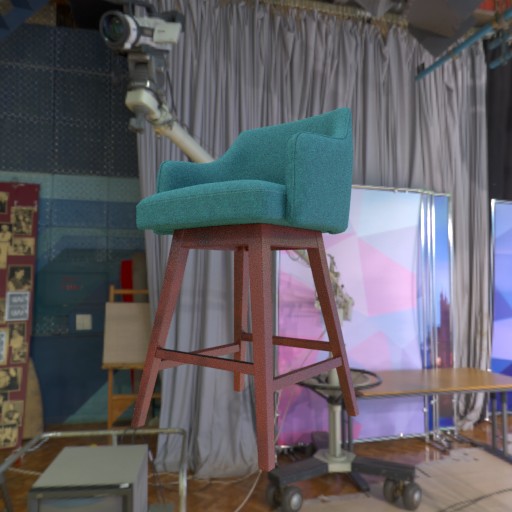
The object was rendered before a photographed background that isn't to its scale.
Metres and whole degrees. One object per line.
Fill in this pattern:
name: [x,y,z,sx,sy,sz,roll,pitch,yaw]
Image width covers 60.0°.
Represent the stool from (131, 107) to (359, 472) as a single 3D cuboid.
stool: [0.000,0.000,1.334,0.548,0.961,0.556,-1,-2,37]
